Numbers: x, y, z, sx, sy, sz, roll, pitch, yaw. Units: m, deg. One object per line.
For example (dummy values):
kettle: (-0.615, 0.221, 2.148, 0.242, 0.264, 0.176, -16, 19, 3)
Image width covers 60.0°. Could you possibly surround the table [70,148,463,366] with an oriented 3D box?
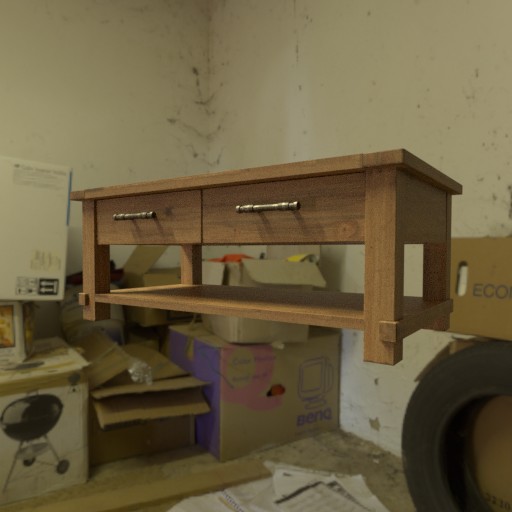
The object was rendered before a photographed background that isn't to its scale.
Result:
table: (0.000, 0.000, 1.620, 1.270, 0.494, 0.693, 1, 1, 35)
